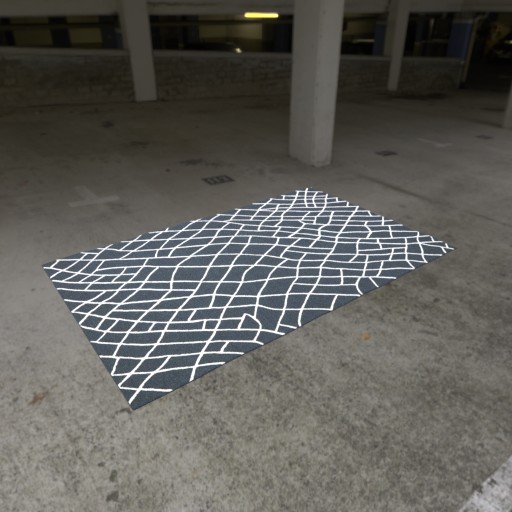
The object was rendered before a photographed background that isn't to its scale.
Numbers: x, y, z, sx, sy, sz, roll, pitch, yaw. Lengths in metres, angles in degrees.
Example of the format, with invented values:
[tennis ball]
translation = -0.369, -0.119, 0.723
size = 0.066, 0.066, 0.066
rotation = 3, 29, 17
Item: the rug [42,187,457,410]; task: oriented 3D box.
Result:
[rug]
translation = 0.000, 0.000, 3.064
size = 2.448, 0.017, 1.529
rotation = -20, 35, -31
